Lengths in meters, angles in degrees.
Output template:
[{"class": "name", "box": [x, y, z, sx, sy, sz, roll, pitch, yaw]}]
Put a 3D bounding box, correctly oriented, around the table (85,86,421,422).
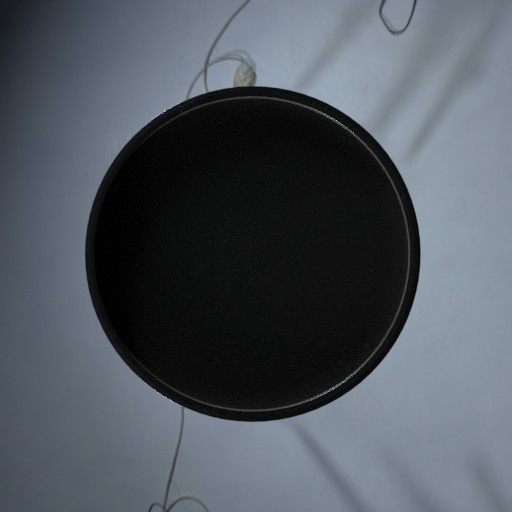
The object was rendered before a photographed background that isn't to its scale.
[{"class": "table", "box": [0.000, 0.000, 0.924, 0.500, 0.531, 0.500, 0, 89, 2]}]
